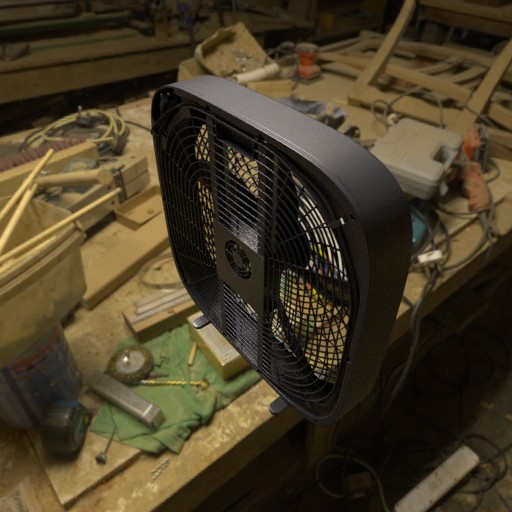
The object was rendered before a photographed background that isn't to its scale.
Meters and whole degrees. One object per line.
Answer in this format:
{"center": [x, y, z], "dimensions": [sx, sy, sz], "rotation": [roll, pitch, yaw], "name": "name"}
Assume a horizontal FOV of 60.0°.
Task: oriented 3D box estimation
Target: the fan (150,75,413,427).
{"center": [0.000, 0.000, 0.779], "dimensions": [0.142, 0.533, 0.526], "rotation": [-27, 48, -28], "name": "fan"}
